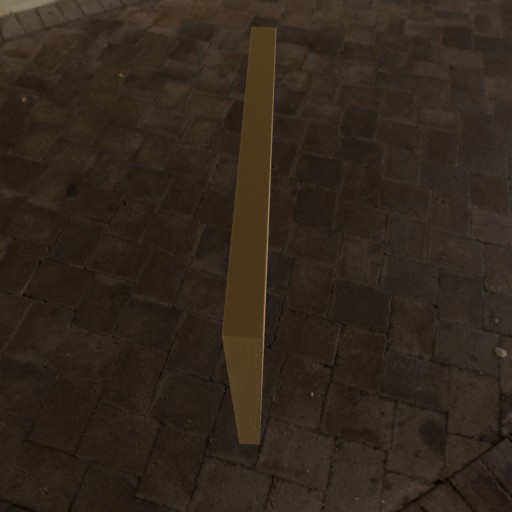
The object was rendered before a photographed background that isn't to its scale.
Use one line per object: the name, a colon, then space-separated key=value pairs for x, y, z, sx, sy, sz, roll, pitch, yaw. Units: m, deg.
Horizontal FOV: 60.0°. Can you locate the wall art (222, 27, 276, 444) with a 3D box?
wall art: x=0.000 y=0.000 z=0.453 sx=0.023 sy=0.305 sz=0.305 roll=2 pitch=57 yaw=2
